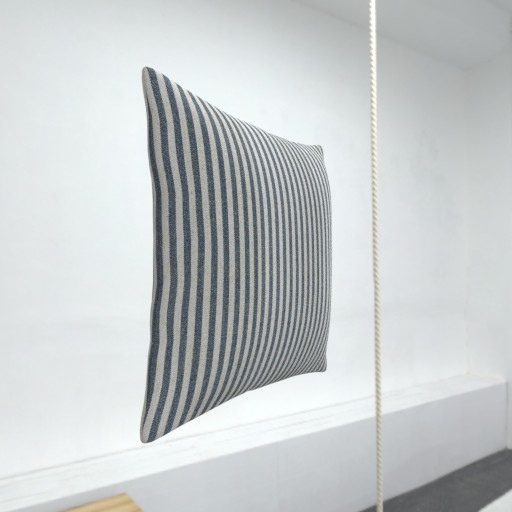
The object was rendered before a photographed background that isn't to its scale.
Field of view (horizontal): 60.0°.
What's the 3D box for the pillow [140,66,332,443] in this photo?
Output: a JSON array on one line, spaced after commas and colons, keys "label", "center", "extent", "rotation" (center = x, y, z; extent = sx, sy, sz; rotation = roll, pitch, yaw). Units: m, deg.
[{"label": "pillow", "center": [0.000, 0.000, 0.797], "extent": [0.166, 0.510, 0.523], "rotation": [-1, -1, 36]}]
